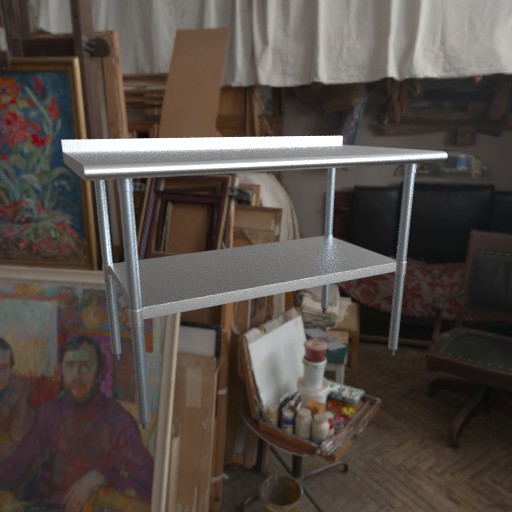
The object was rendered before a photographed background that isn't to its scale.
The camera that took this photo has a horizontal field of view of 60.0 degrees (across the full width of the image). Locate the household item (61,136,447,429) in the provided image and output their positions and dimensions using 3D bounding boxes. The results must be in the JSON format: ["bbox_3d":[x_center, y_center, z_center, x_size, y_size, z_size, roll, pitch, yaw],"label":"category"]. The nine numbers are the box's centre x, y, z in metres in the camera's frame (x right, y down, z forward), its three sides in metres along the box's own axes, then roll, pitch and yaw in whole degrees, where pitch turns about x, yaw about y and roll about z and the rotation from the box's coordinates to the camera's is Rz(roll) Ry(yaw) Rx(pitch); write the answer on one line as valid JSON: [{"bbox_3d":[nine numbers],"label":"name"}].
[{"bbox_3d":[0.000,0.000,1.676,1.219,0.851,0.610,-8,18,-26],"label":"household item"}]
